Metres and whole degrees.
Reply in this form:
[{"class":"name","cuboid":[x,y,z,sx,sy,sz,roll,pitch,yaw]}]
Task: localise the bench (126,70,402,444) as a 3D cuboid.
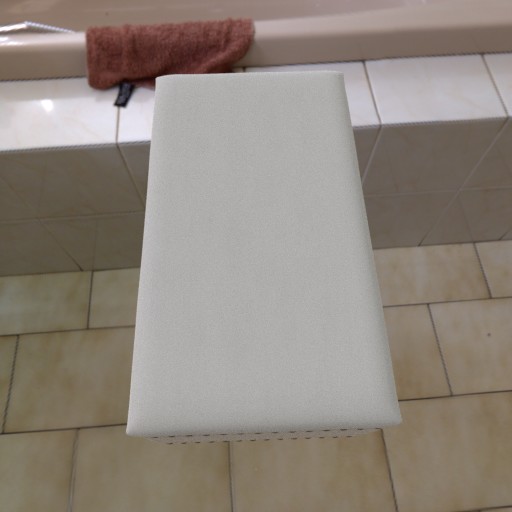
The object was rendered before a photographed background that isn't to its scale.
[{"class":"bench","cuboid":[0.000,0.000,1.160,0.500,0.449,0.887,-2,64,-1]}]
